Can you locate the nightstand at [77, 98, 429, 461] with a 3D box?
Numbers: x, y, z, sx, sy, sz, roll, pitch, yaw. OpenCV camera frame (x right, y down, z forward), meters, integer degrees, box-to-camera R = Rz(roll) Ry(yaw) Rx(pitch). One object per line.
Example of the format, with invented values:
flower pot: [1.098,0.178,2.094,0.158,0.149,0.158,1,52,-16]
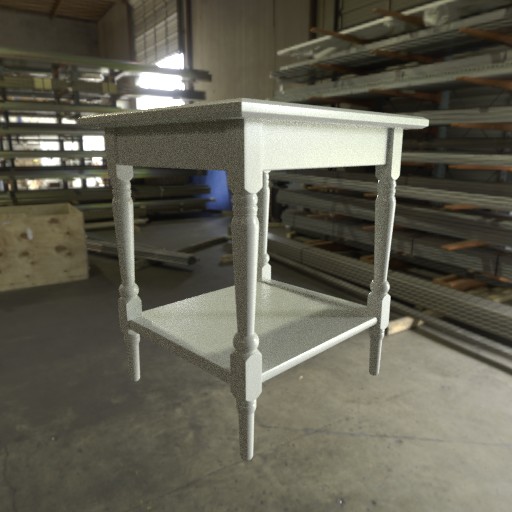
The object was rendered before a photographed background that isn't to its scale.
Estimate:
nightstand: [0.000,0.000,0.922,0.505,0.555,0.459,-13,19,-43]
